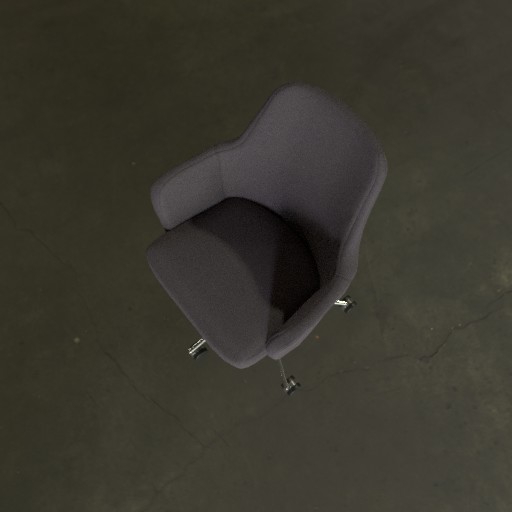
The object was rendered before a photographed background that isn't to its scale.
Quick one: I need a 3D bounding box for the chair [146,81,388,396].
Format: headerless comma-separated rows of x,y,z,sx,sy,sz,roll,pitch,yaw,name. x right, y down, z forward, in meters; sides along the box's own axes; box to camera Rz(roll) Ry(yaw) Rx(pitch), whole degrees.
0.000,0.000,1.290,0.600,0.820,0.655,-36,68,-17,chair
